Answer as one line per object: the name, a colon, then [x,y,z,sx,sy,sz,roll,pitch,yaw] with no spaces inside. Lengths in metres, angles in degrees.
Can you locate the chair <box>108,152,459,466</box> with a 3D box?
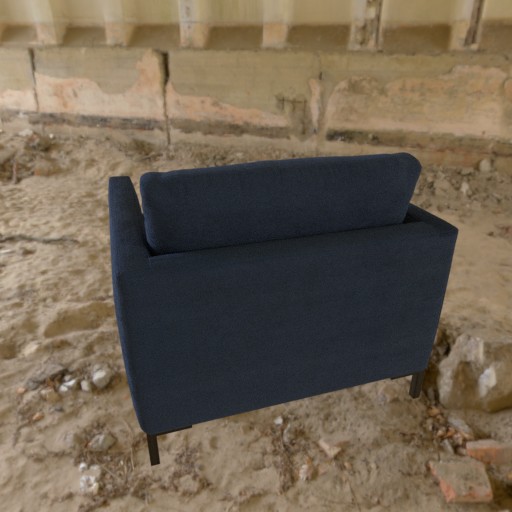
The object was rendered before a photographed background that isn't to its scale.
chair: [0.000,0.000,1.576,0.964,0.812,0.875,-8,27,-16]
